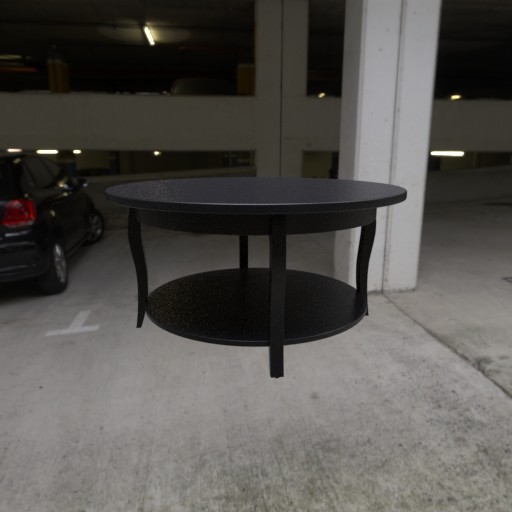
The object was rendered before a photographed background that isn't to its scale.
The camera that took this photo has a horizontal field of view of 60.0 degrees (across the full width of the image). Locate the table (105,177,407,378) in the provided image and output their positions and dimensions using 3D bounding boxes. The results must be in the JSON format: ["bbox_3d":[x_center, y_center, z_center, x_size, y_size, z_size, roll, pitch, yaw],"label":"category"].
[{"bbox_3d":[0.000,0.000,1.465,0.914,0.457,0.914,0,14,0],"label":"table"}]
